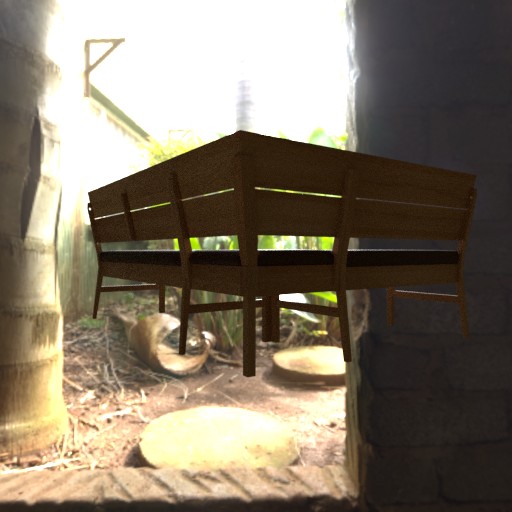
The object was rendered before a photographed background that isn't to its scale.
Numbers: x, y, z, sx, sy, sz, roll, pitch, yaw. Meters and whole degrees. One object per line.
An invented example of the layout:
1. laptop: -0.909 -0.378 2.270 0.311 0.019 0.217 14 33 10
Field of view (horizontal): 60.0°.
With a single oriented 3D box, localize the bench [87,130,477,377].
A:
1. bench: 0.000 0.000 2.752 1.549 0.890 1.975 0 1 -36
